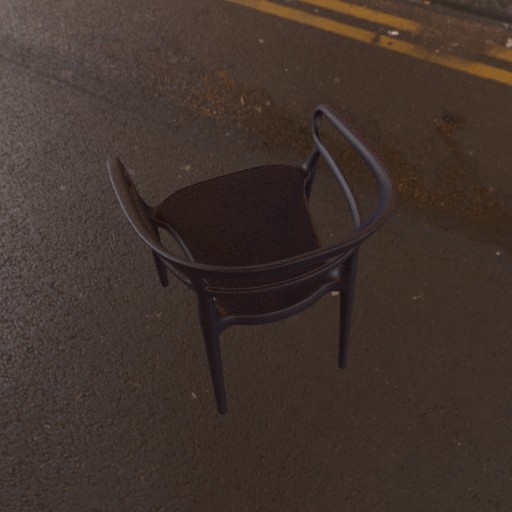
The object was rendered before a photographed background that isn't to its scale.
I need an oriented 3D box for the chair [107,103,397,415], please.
[{"bbox_3d":[0.000,0.000,1.139,0.559,0.761,0.527,-18,59,-11],"label":"chair"}]
